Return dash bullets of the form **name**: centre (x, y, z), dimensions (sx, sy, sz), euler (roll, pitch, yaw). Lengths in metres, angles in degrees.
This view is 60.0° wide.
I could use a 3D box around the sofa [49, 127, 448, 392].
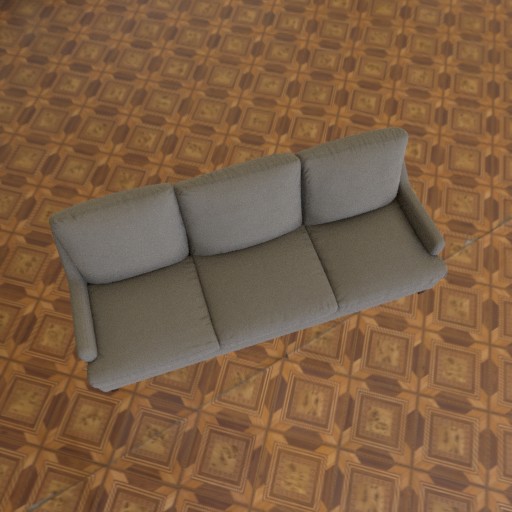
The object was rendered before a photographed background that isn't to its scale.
- **sofa**: centre (0.000, 0.000, 2.859), dimensions (2.344, 0.926, 0.987), euler (-16, 65, -8)
